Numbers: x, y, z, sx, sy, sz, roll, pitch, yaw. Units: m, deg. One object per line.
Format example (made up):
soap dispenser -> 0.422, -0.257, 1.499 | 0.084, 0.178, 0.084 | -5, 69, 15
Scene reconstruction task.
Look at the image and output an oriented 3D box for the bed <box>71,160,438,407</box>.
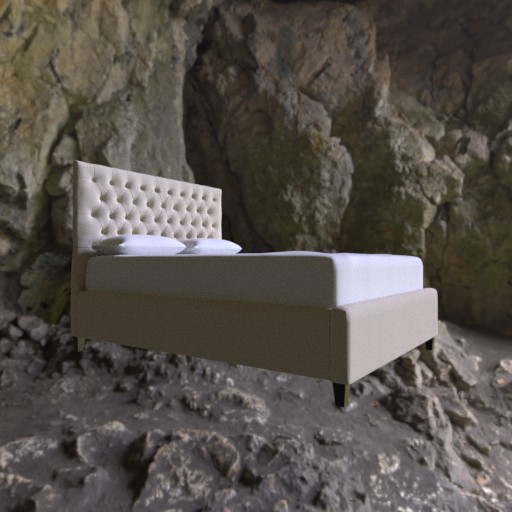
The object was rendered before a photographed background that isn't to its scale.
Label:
bed -> 0.000, 0.000, 3.355 | 2.233, 1.426, 1.696 | 0, 0, 36
